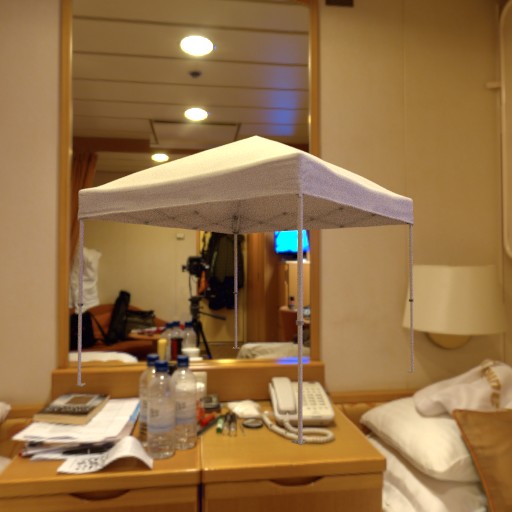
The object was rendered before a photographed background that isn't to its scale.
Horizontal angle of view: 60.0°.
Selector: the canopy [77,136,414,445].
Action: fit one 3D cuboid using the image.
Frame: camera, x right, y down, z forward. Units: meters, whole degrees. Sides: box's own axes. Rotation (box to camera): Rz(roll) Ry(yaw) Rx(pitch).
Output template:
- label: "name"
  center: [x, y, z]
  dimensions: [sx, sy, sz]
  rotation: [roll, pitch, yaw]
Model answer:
- label: "canopy"
  center: [0.000, 0.000, 5.486]
  dimensions: [2.998, 2.997, 2.996]
  rotation: [-1, -2, 36]
